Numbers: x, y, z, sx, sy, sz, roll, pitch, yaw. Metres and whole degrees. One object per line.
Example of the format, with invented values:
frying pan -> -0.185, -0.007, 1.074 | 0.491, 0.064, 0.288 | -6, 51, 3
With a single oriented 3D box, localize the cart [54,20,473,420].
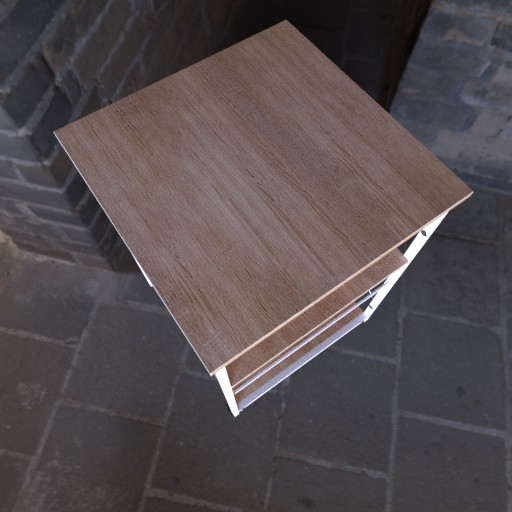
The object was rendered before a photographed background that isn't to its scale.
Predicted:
cart -> 0.000, 0.000, 1.108 | 0.520, 0.762, 0.521 | -32, 69, -14
